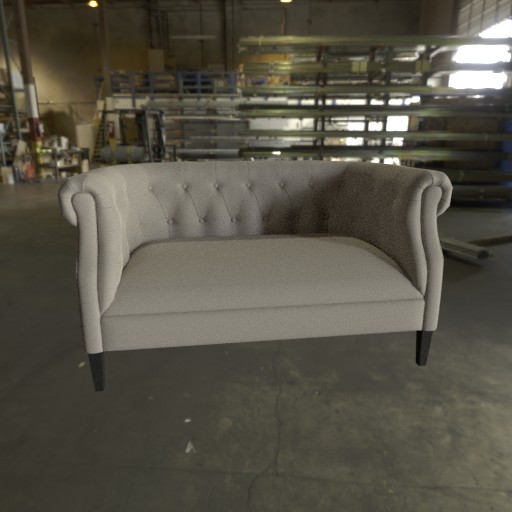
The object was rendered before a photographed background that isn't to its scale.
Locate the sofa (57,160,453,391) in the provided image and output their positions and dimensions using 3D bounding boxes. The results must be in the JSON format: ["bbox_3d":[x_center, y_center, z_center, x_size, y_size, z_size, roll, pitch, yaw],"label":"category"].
[{"bbox_3d":[0.000,0.000,2.067,1.558,0.827,0.835,-2,16,-8],"label":"sofa"}]
